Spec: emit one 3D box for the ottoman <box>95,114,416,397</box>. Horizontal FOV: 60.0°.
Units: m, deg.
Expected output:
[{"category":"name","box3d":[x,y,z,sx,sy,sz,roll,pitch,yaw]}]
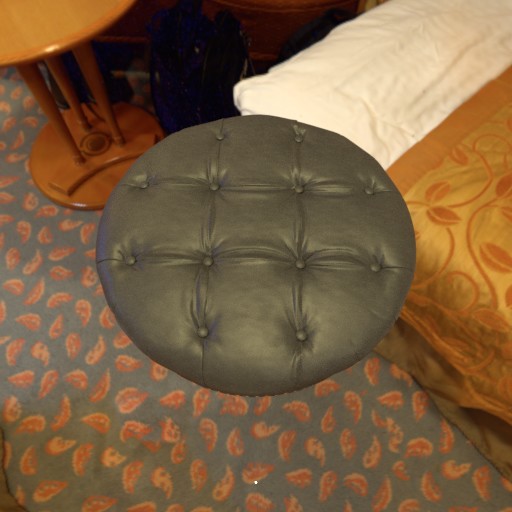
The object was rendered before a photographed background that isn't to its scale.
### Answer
[{"category":"ottoman","box3d":[0.000,0.000,1.395,0.901,0.439,0.901,0,63,0]}]
